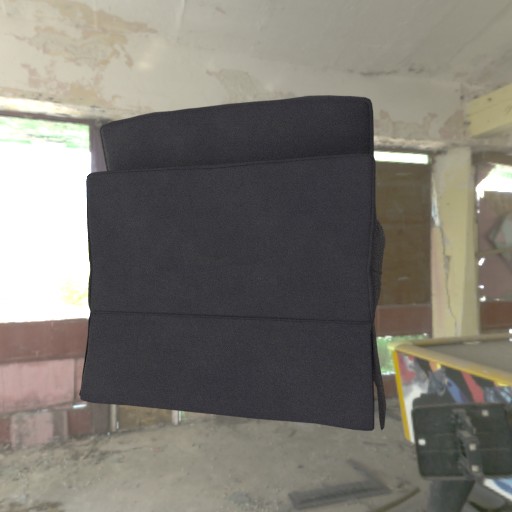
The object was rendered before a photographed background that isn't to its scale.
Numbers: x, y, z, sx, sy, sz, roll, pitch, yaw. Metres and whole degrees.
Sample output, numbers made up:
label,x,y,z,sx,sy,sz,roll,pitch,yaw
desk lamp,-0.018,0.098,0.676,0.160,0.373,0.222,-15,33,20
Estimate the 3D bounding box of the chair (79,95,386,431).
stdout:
label,x,y,z,sx,sy,sz,roll,pitch,yaw
chair,0.000,0.000,1.971,1.119,1.140,1.002,0,-1,17
